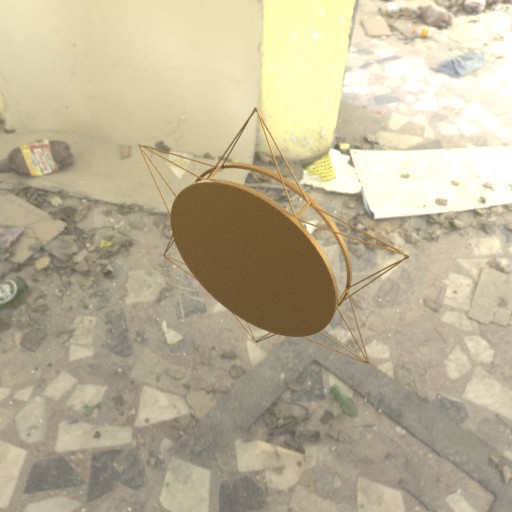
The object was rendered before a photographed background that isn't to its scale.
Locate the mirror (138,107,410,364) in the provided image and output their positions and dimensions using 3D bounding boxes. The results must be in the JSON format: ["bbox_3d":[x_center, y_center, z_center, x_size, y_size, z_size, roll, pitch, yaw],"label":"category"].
[{"bbox_3d":[0.000,0.000,0.801,0.498,0.581,0.062,26,52,22],"label":"mirror"}]
